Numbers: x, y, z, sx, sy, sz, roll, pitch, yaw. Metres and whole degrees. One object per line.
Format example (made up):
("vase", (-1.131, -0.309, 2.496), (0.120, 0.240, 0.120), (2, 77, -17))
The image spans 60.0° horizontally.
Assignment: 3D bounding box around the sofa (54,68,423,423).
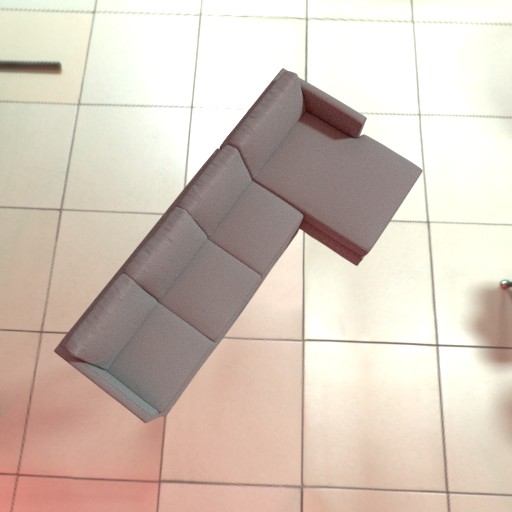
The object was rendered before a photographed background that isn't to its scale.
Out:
("sofa", (0.000, 0.000, 3.887), (1.622, 0.867, 3.177), (34, 77, 9))
